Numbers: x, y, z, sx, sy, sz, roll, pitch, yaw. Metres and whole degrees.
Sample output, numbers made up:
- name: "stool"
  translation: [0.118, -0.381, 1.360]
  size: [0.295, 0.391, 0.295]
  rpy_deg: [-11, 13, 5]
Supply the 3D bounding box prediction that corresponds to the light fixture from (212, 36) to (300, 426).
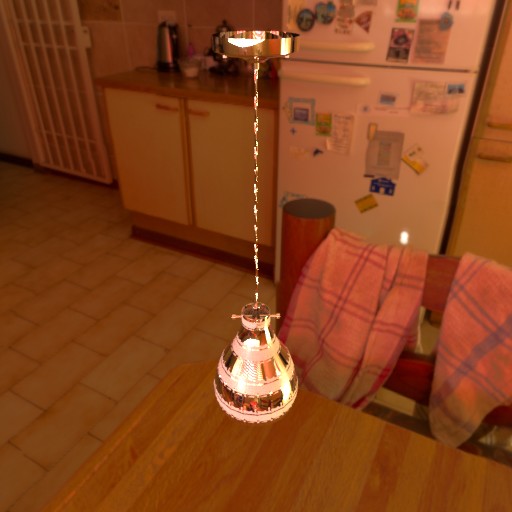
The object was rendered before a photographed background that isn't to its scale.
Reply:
- name: "light fixture"
  translation: [0.000, 0.000, 1.626]
  size: [0.374, 1.457, 0.374]
  rpy_deg: [-1, 31, -1]
